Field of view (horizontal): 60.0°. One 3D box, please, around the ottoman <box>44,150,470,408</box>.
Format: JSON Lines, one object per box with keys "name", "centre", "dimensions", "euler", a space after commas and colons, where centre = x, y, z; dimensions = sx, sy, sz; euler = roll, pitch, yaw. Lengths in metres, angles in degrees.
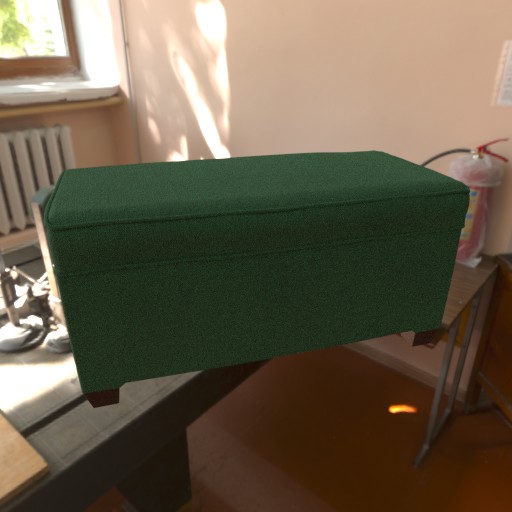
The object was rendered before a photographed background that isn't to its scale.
{"name": "ottoman", "centre": [0.000, 0.000, 1.195], "dimensions": [0.957, 0.471, 0.483], "euler": [-7, 26, -14]}
